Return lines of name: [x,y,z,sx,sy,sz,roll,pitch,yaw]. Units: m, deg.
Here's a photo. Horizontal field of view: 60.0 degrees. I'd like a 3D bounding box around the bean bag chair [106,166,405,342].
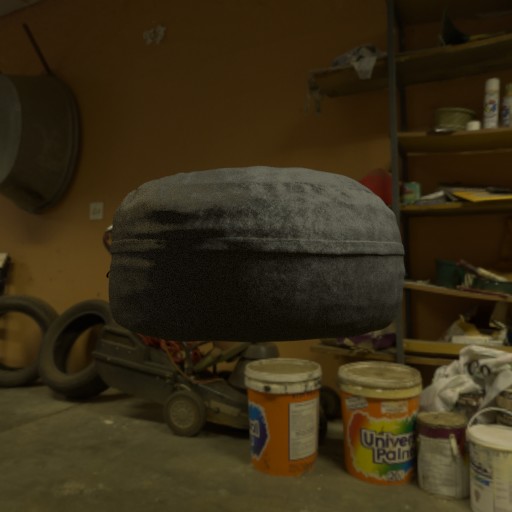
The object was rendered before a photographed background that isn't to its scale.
bean bag chair: [0.000,0.000,2.383,1.525,0.751,1.525,0,-2,0]
